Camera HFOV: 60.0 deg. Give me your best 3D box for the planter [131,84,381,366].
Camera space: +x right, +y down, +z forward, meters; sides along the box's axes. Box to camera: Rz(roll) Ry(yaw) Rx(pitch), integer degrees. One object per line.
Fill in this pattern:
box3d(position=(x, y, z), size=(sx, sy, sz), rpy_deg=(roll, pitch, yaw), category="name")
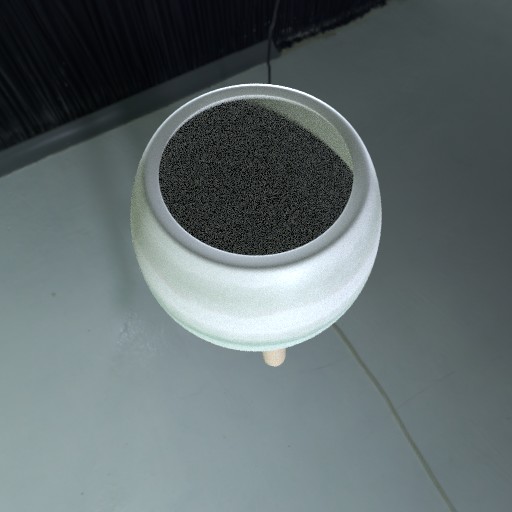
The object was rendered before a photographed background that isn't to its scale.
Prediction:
box3d(position=(0.000, 0.000, 0.340), size=(0.161, 0.224, 0.161), rpy_deg=(0, 65, 0), category="planter")
